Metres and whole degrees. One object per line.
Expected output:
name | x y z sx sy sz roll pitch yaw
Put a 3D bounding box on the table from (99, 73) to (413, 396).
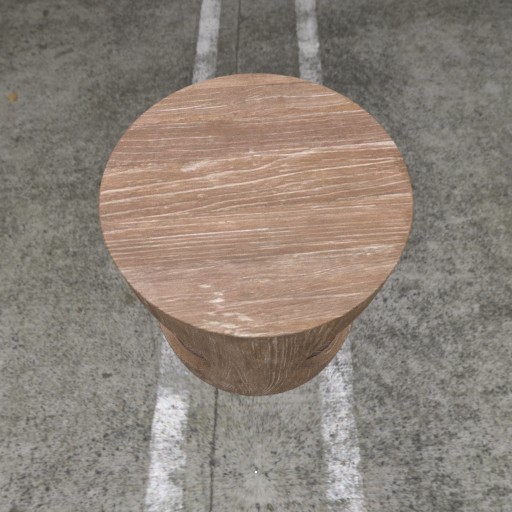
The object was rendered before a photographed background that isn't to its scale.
table | 0.000 0.000 0.997 0.527 0.551 0.527 0 64 0
